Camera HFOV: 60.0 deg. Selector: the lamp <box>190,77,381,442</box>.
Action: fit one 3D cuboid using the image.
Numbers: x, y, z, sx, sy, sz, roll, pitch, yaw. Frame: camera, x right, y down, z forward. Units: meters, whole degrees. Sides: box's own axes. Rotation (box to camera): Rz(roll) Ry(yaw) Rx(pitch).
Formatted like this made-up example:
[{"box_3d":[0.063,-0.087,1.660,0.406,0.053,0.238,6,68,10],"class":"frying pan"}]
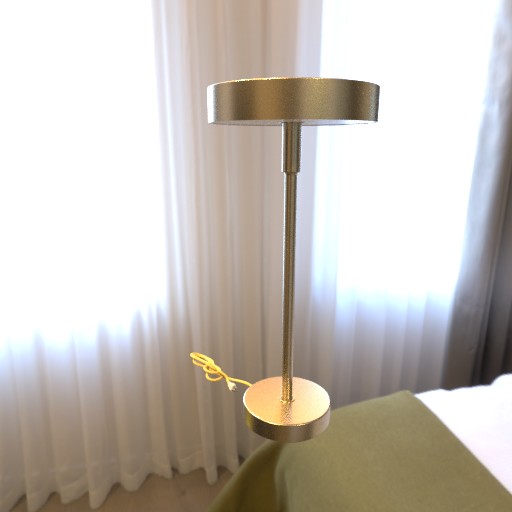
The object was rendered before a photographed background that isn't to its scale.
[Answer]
[{"box_3d":[0.000,0.000,0.707,0.229,0.508,0.369,-14,20,-43],"class":"lamp"}]
